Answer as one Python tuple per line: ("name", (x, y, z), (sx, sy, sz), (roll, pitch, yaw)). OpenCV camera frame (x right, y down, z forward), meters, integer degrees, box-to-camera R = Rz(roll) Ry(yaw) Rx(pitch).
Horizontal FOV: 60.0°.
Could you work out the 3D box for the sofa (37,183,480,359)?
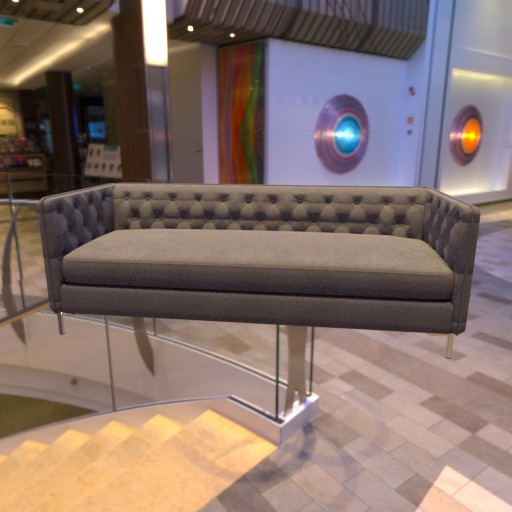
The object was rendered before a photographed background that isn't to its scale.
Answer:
("sofa", (0.000, 0.000, 2.632), (2.209, 0.771, 0.895), (2, 15, 8))
